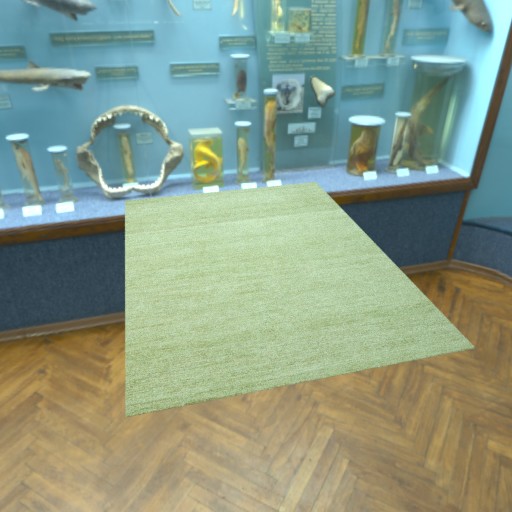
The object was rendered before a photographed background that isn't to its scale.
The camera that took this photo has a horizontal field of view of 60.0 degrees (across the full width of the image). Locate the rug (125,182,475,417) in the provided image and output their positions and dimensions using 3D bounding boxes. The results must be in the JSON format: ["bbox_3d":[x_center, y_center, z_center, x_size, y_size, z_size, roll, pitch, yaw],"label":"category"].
[{"bbox_3d":[0.000,0.000,4.238,2.425,0.016,3.198,-8,32,-12],"label":"rug"}]
